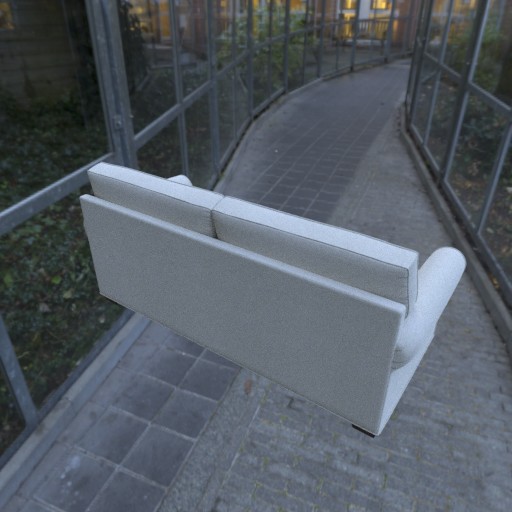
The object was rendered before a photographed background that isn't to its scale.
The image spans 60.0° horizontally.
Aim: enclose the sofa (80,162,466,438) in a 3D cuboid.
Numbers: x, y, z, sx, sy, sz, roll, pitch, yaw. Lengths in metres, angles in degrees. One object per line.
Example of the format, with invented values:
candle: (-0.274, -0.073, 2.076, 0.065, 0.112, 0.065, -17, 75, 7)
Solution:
sofa: (0.000, 0.000, 2.640, 2.146, 0.962, 0.901, 19, 35, 30)
